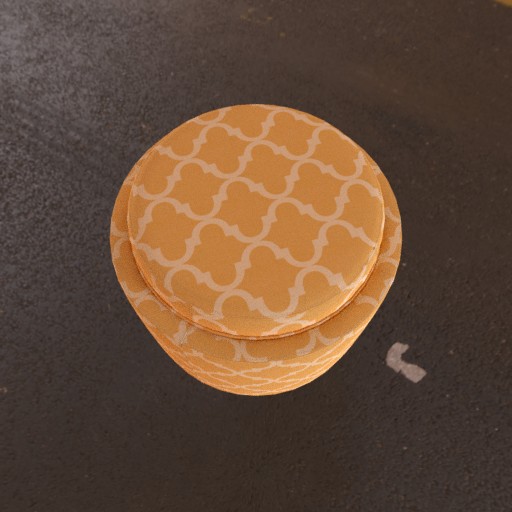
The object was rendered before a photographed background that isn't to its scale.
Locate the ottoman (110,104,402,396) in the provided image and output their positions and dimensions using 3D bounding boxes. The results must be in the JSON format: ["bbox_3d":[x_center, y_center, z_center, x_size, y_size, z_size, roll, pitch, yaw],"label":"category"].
[{"bbox_3d":[0.000,0.000,0.849,0.480,0.429,0.480,0,64,0],"label":"ottoman"}]
